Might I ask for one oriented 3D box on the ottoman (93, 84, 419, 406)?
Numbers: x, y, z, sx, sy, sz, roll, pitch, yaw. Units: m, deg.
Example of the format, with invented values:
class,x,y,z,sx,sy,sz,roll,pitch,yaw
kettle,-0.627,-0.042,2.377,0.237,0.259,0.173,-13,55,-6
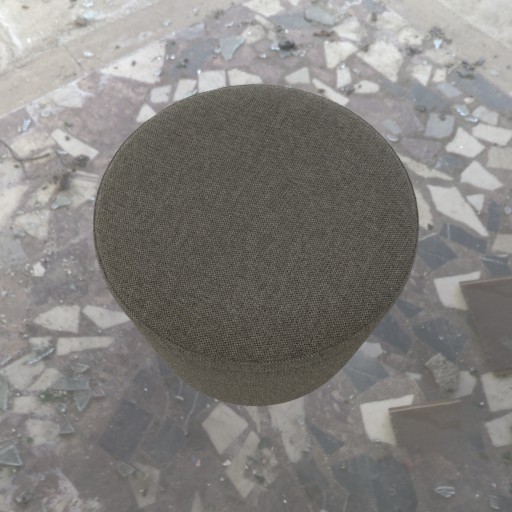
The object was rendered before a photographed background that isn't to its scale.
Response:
class,x,y,z,sx,sy,sz,roll,pitch,yaw
ottoman,0.000,0.000,0.872,0.520,0.430,0.520,0,64,0
